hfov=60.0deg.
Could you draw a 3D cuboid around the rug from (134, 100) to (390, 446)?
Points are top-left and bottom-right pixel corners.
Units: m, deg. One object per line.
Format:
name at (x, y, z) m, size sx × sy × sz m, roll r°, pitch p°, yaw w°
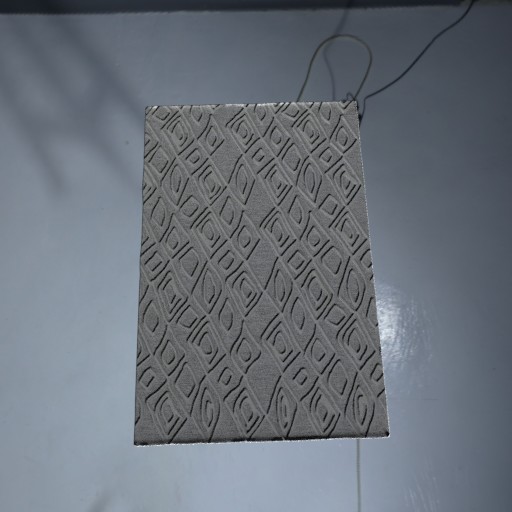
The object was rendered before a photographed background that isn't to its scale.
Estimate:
rug at (0.000, 0.000, 2.337) m, size 1.224 × 0.016 × 1.832 m, roll -2°, pitch 75°, yaw 0°
